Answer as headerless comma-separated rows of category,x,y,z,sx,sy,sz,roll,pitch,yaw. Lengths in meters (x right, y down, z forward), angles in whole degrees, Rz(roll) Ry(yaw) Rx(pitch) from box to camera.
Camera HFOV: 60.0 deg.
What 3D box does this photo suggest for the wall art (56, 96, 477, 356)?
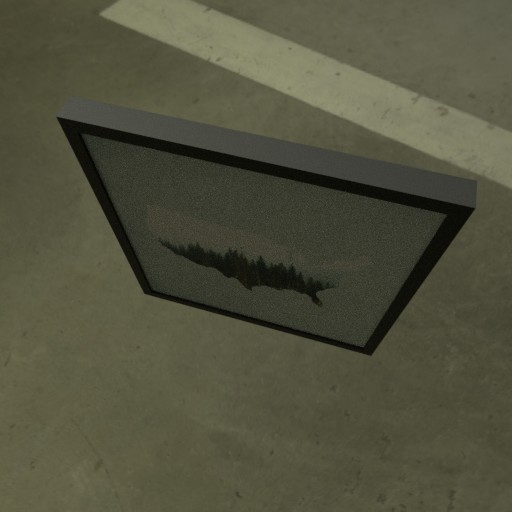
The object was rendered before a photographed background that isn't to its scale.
wall art,0.000,0.000,0.746,0.509,0.509,0.040,14,60,8
